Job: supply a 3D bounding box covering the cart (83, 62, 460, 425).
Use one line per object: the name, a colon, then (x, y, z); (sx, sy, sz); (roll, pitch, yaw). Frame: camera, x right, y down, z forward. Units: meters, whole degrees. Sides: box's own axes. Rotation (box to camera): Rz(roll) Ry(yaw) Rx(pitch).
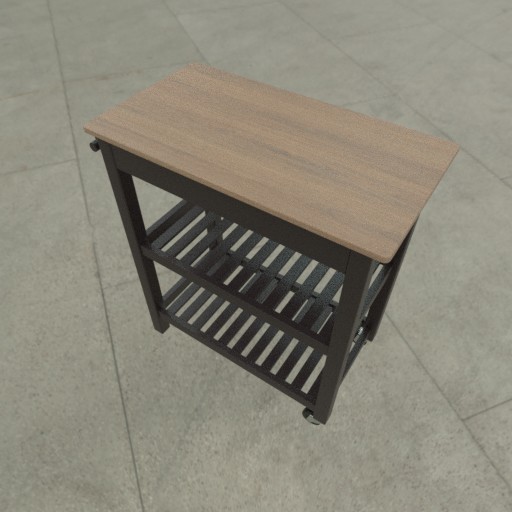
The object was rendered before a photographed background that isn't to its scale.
cart: (0.000, 0.000, 1.459); (0.899, 0.927, 0.457); (26, 52, 22)
